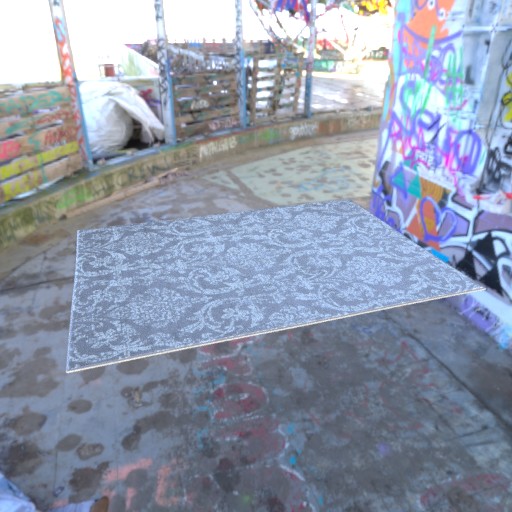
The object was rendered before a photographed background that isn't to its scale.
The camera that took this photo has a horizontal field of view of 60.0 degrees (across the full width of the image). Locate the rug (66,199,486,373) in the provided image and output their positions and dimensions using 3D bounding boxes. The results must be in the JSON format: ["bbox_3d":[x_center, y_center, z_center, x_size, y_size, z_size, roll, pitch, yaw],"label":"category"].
[{"bbox_3d":[0.000,0.000,2.849,2.206,0.014,1.578,-8,28,-16],"label":"rug"}]
